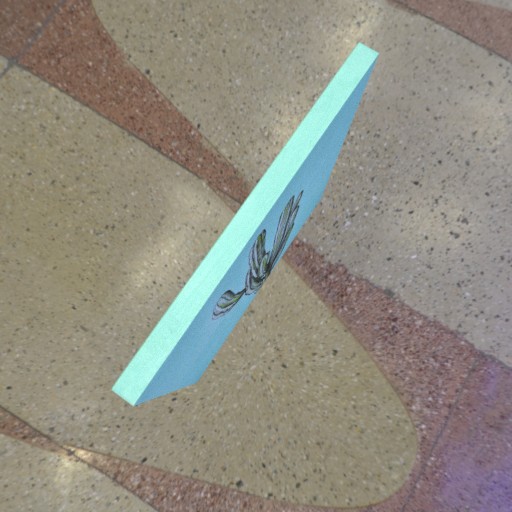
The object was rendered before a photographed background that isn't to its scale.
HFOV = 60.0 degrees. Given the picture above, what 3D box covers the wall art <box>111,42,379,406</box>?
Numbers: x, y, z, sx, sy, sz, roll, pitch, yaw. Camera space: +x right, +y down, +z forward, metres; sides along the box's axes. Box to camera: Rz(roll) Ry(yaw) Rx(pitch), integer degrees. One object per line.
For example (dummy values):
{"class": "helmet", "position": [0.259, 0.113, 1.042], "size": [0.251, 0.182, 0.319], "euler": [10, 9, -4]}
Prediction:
{"class": "wall art", "position": [0.000, 0.000, 1.139], "size": [0.054, 0.766, 0.765], "euler": [33, 79, 7]}
